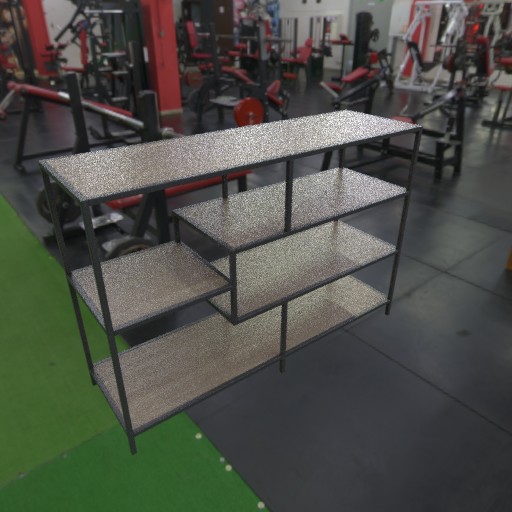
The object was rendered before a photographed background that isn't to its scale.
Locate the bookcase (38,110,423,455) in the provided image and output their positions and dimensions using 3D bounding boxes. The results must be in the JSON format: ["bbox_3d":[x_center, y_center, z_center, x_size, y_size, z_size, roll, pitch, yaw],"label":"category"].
[{"bbox_3d":[0.000,0.000,1.503,1.140,0.780,0.350,-20,34,-31],"label":"bookcase"}]
